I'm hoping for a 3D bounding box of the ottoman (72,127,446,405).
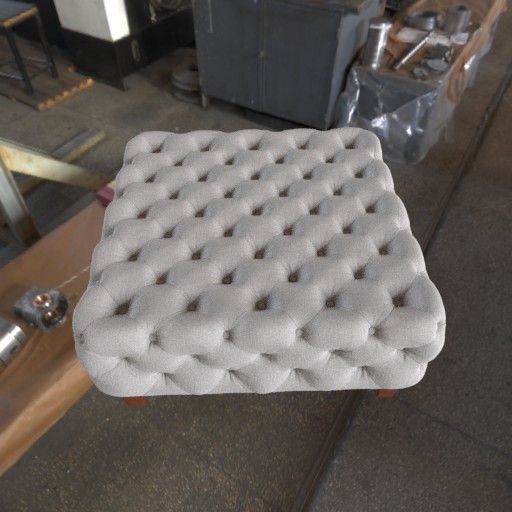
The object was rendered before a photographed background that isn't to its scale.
[{"bbox_3d":[0.000,0.000,1.193,0.758,0.365,0.764,-1,47,-1],"label":"ottoman"}]
